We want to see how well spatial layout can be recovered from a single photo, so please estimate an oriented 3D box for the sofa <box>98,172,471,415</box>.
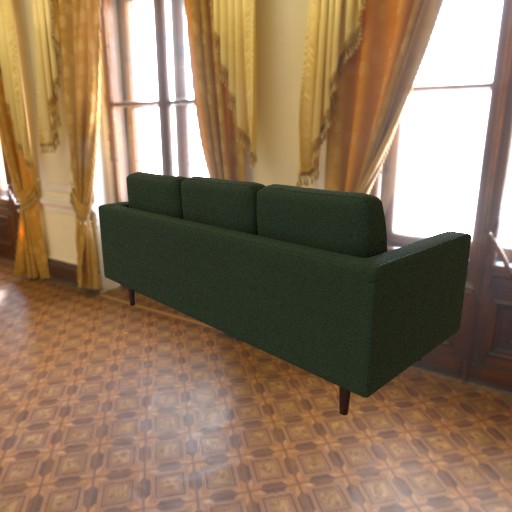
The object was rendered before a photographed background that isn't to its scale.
[{"bbox_3d":[0.000,0.000,2.519,0.879,0.899,2.029,-14,21,-43],"label":"sofa"}]
